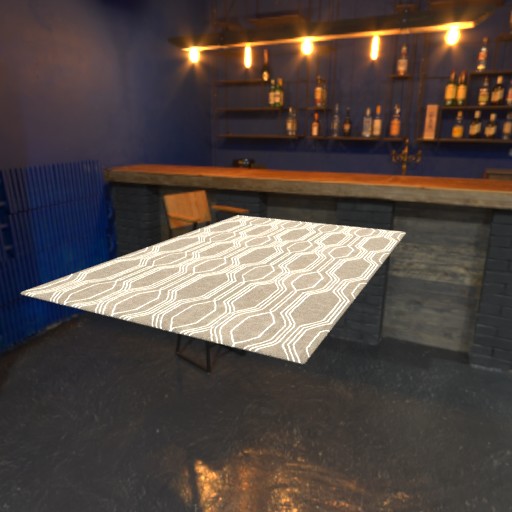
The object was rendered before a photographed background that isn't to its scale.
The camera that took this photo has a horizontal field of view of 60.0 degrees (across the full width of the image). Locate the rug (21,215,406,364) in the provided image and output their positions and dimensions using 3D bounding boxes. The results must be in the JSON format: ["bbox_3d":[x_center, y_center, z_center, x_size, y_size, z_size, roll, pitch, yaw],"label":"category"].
[{"bbox_3d":[0.000,0.000,2.332,1.239,0.012,1.836,8,18,26],"label":"rug"}]
